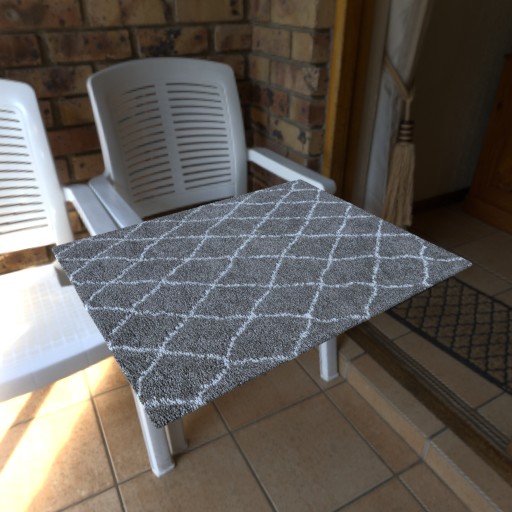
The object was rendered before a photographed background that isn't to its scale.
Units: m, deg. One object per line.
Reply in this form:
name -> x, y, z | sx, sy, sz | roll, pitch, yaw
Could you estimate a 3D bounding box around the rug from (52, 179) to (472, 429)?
rug -> 0.000, 0.000, 4.081 | 3.047, 0.029, 2.438 | -20, 37, -29
